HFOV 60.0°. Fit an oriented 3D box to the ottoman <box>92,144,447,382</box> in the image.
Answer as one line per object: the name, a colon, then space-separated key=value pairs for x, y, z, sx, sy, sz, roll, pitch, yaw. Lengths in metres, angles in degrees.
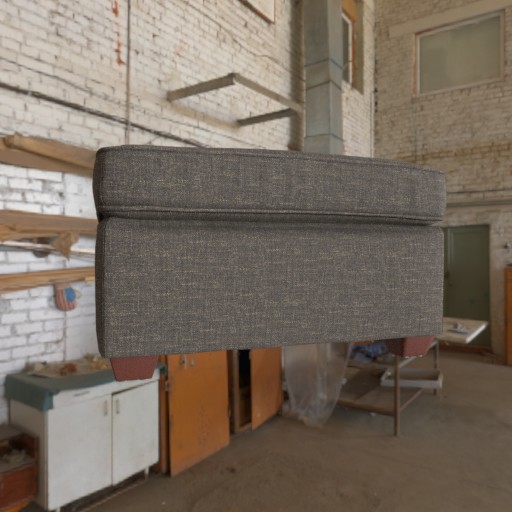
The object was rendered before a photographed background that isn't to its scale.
ottoman: x=0.000 y=0.000 z=1.093 sx=0.749 sy=0.450 sz=0.549 roll=0 pitch=0 yaw=-19
